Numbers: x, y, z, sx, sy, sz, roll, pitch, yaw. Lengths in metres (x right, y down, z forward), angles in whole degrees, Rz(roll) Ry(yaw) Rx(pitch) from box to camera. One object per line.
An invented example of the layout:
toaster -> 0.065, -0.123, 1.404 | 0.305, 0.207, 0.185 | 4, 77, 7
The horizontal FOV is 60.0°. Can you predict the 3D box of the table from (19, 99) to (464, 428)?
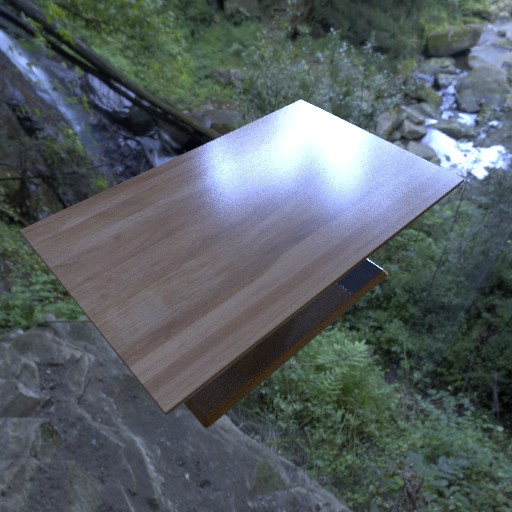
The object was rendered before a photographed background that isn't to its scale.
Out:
table -> 0.000, 0.000, 1.435 | 1.100, 0.441, 0.692 | -33, 55, -28
